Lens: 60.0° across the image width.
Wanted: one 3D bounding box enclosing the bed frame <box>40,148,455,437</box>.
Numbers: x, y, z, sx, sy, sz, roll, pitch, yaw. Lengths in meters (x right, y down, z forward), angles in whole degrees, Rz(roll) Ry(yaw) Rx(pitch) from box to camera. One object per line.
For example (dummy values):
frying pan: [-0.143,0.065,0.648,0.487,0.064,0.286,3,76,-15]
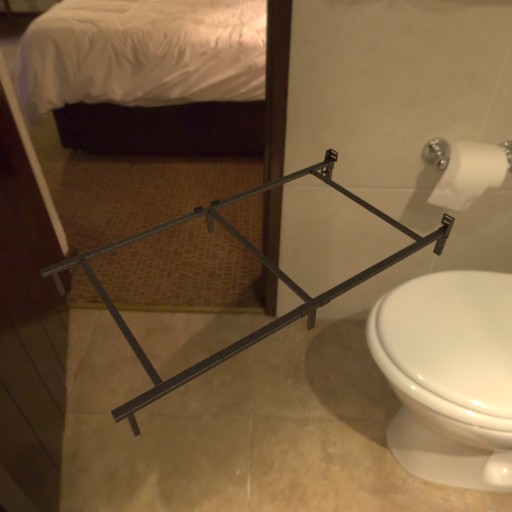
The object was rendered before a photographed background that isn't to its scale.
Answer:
bed frame: [0.000,0.000,2.301,1.897,0.248,0.968,-25,47,-26]
